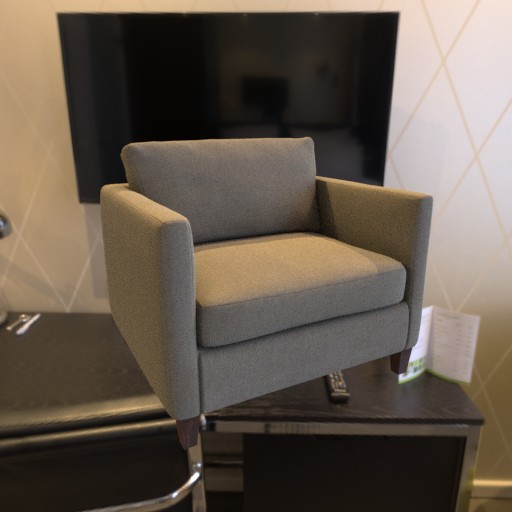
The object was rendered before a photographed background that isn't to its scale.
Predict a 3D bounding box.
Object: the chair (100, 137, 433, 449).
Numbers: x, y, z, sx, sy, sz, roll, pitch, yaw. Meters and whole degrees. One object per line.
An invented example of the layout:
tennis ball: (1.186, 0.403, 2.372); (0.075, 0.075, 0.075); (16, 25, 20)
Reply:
chair: (0.000, 0.000, 1.891); (1.107, 0.963, 0.959); (-9, 18, -27)
